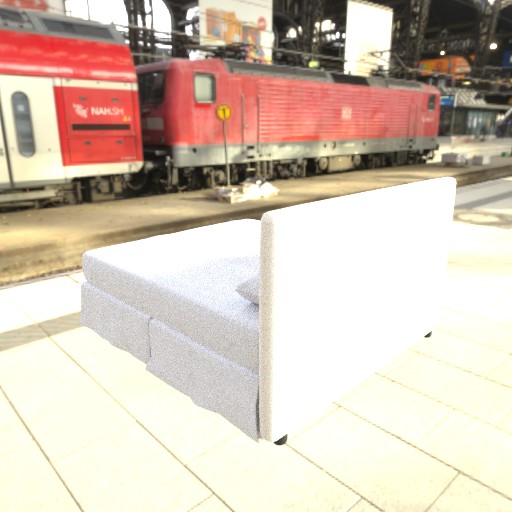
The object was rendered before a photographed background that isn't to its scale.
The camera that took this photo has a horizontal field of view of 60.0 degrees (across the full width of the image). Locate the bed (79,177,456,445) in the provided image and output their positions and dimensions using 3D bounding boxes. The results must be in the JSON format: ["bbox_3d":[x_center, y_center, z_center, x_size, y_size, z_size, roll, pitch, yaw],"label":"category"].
[{"bbox_3d":[0.000,0.000,3.632,2.119,1.317,2.341,-16,23,-43],"label":"bed"}]
